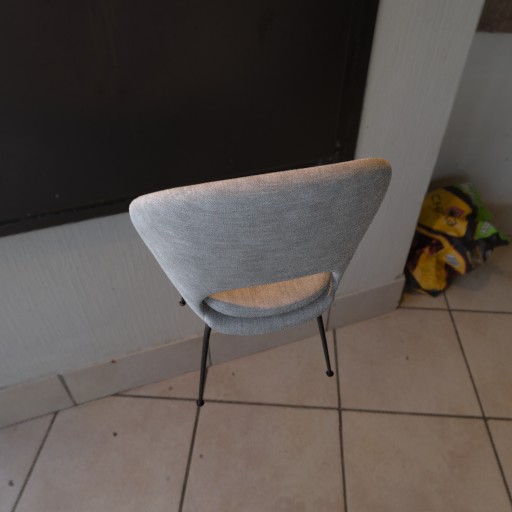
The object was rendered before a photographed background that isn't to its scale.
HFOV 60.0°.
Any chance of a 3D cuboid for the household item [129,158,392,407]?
[{"bbox_3d":[0.000,0.000,1.288,0.643,0.869,0.587,-10,43,-11],"label":"household item"}]
